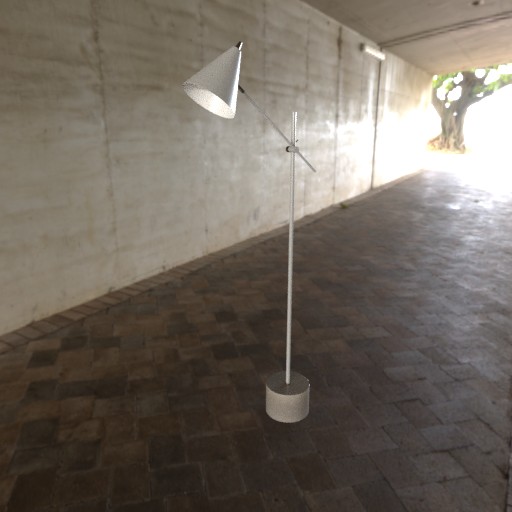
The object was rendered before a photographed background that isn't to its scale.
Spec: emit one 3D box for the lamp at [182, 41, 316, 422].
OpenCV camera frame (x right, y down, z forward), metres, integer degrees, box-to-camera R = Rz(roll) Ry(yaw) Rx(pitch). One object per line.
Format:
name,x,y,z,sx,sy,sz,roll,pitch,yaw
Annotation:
lamp,0.000,0.000,1.634,0.508,1.430,0.223,-8,18,-26
